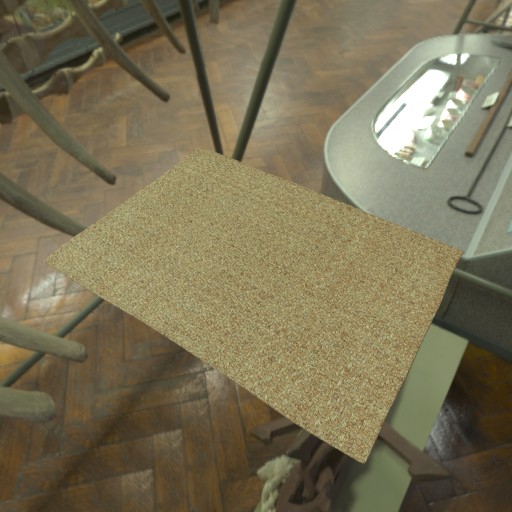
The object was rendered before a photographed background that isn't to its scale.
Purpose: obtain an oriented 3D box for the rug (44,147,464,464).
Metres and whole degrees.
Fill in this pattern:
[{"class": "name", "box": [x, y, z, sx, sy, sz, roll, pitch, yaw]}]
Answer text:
[{"class": "rug", "box": [0.000, 0.000, 2.744, 2.141, 0.013, 1.566, 25, 51, 22]}]
